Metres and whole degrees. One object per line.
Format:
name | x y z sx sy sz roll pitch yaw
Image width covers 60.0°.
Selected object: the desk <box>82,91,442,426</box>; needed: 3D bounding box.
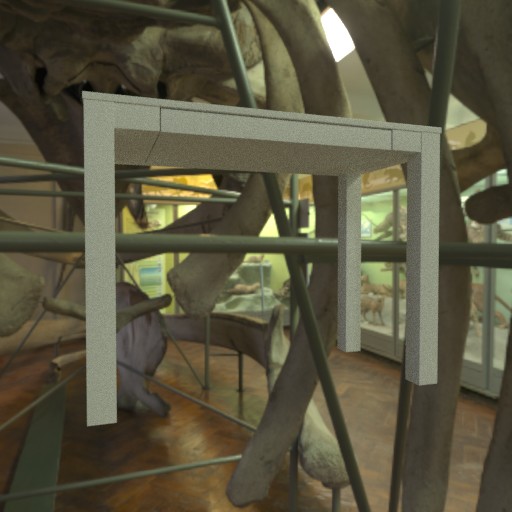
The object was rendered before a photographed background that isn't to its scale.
desk | 0.000 0.000 1.398 0.990 0.762 0.497 -1 2 -19
